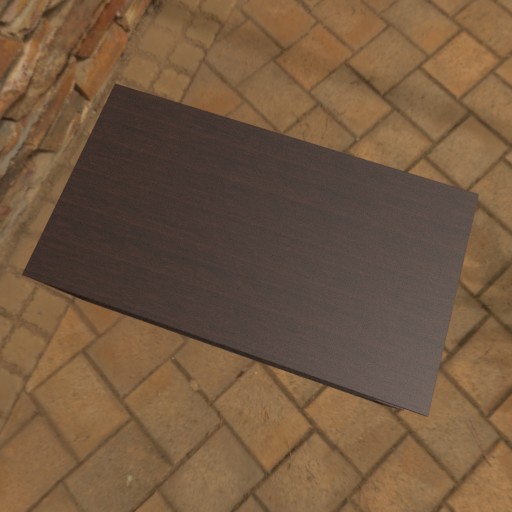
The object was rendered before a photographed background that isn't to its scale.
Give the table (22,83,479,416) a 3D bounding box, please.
[{"bbox_3d":[0.000,0.000,1.370,1.050,0.460,0.590,18,76,5],"label":"table"}]
